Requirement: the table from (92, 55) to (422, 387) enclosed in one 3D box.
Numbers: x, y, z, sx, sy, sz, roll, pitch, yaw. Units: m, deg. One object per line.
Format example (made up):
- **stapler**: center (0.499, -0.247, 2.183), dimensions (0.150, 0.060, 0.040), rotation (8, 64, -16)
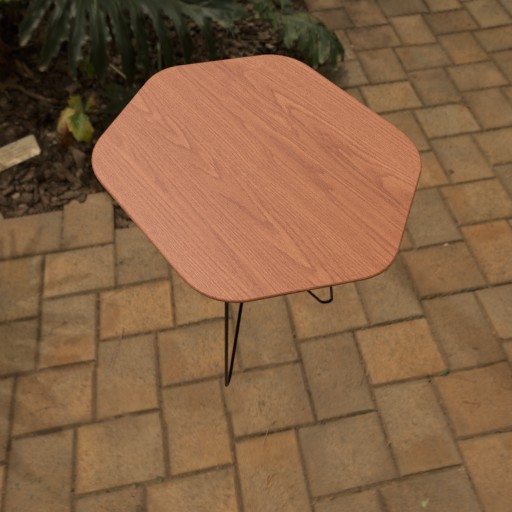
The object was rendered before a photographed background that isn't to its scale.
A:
- **table**: center (0.000, 0.000, 0.881), dimensions (0.400, 0.562, 0.500), rotation (-35, 65, -20)
